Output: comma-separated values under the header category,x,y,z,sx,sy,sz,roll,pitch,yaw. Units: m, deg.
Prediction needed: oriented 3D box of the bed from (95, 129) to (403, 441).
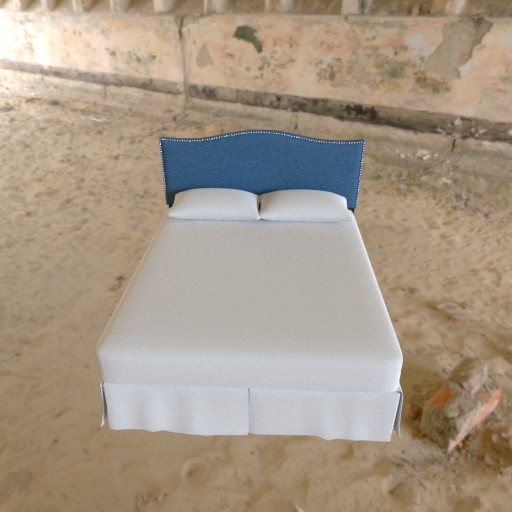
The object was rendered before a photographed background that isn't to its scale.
category,x,y,z,sx,sy,sz,roll,pitch,yaw
bed,0.000,0.000,2.870,1.610,1.169,1.872,1,30,2
